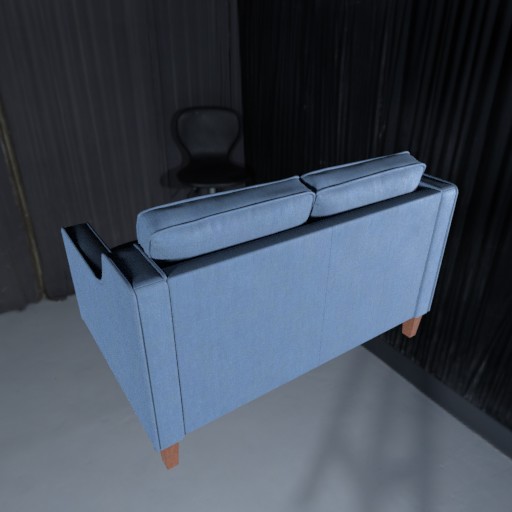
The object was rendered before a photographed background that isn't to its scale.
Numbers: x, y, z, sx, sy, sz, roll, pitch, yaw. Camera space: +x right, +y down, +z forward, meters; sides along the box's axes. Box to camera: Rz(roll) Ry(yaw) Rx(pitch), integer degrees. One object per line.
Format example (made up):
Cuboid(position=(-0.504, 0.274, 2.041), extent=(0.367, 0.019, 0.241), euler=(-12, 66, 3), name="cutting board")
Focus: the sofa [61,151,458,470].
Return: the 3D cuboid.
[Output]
Cuboid(position=(0.000, 0.000, 2.101), extent=(1.501, 0.971, 0.987), euler=(-18, 33, -30), name="sofa")
